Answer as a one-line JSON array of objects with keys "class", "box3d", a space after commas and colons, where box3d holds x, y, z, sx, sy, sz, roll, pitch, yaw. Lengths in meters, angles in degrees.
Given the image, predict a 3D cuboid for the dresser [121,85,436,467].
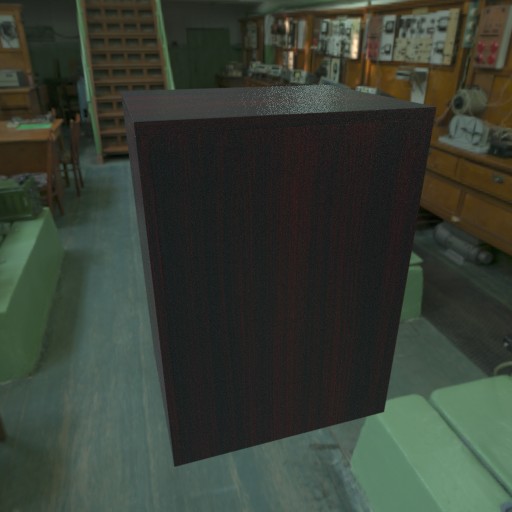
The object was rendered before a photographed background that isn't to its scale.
[{"class": "dresser", "box3d": [0.000, 0.000, 0.824, 0.400, 0.560, 0.360, -8, 27, -16]}]
